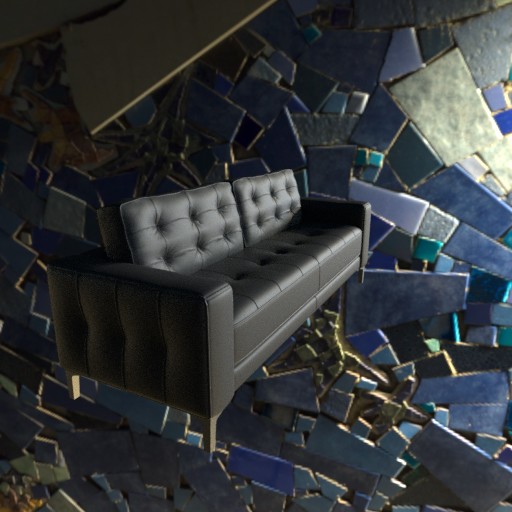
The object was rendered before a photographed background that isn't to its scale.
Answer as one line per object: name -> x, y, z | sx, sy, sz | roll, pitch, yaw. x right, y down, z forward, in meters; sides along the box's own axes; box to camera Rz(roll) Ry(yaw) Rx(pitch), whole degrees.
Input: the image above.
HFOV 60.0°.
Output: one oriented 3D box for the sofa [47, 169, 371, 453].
sofa -> 0.000, 0.000, 2.662 | 0.833, 0.893, 2.275 | 8, 18, 27
